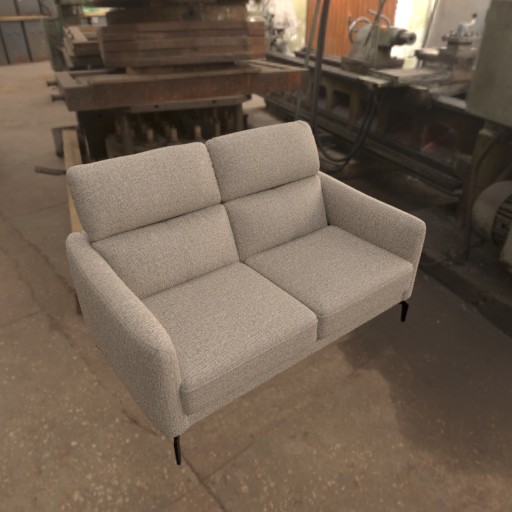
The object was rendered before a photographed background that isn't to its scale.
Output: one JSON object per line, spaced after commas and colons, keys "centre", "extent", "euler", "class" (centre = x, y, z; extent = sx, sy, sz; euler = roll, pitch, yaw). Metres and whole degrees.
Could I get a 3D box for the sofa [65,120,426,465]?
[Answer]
{"centre": [0.000, 0.000, 2.109], "extent": [1.540, 0.950, 0.905], "euler": [-22, 37, -32], "class": "sofa"}
